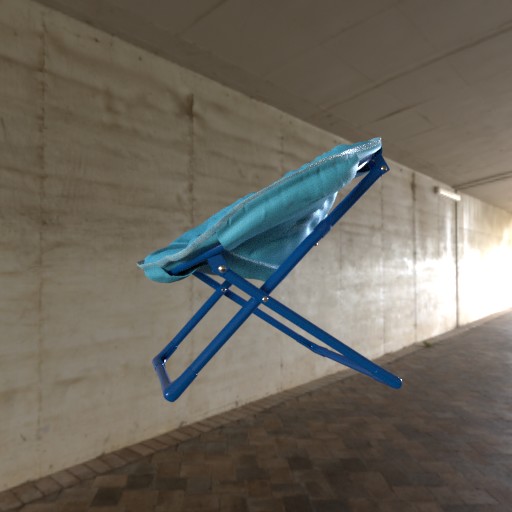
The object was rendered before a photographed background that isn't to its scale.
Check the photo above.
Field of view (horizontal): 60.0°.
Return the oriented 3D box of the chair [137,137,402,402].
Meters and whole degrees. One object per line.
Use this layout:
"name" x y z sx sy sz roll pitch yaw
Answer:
"chair" 0.000 0.000 0.894 0.465 0.478 0.520 0 -1 -17
